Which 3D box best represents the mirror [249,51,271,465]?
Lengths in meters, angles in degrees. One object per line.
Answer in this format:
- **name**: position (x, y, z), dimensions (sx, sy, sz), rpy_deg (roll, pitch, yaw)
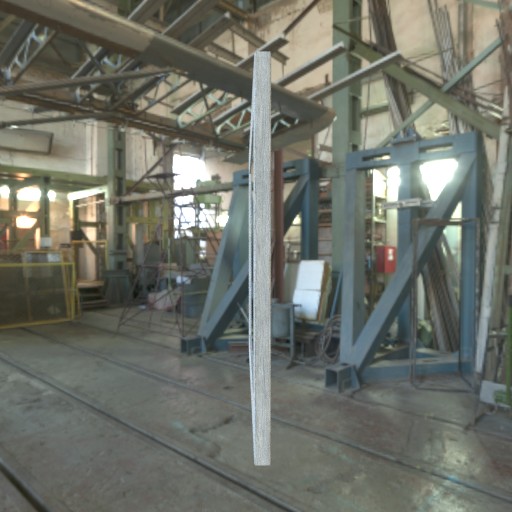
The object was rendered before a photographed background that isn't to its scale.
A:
- **mirror**: position (0.000, 0.000, 1.153), dimensions (0.028, 0.689, 0.839), rpy_deg (0, 1, -2)
